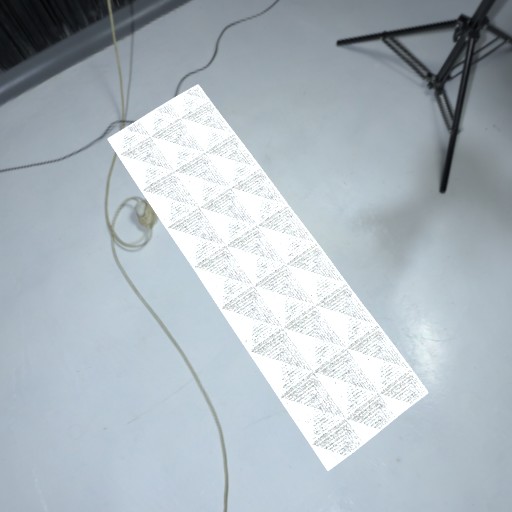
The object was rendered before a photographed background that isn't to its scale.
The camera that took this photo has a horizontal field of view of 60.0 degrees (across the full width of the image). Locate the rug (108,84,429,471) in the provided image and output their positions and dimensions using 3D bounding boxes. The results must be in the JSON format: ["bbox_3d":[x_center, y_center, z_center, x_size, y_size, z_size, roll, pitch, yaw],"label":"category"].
[{"bbox_3d":[0.000,0.000,2.426,0.645,0.015,2.182,-34,78,-8],"label":"rug"}]
